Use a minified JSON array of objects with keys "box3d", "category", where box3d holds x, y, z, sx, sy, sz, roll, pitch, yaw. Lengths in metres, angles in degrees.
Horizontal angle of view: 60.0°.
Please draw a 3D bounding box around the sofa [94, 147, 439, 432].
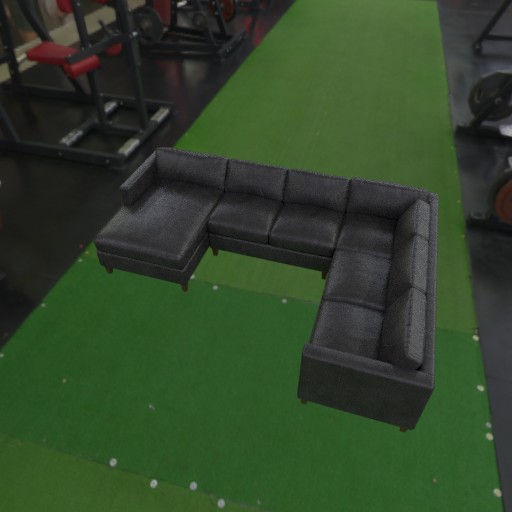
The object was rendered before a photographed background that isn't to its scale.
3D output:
[{"box3d":[0.000,0.000,4.437,3.324,0.891,2.452,12,44,13],"category":"sofa"}]
